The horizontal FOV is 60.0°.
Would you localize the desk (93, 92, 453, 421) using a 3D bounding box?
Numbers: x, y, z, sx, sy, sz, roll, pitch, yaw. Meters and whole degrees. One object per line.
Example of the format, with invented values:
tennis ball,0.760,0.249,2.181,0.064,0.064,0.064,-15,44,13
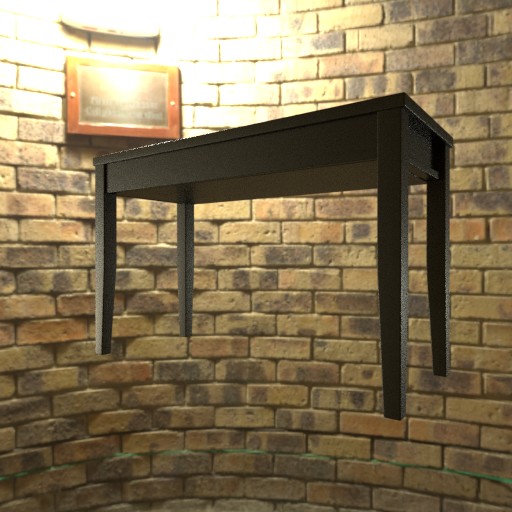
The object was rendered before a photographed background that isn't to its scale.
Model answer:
desk,0.000,0.000,1.597,1.220,0.775,0.508,0,0,36
